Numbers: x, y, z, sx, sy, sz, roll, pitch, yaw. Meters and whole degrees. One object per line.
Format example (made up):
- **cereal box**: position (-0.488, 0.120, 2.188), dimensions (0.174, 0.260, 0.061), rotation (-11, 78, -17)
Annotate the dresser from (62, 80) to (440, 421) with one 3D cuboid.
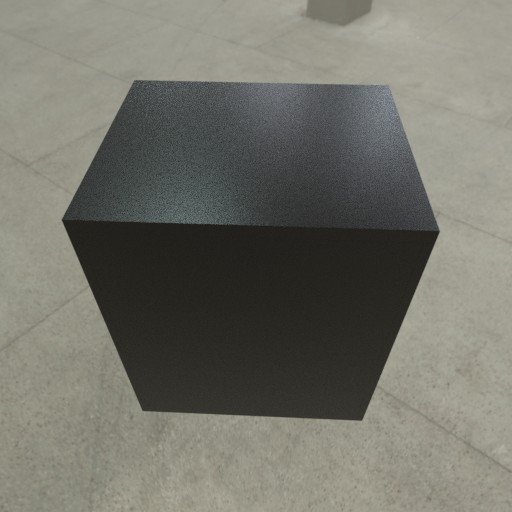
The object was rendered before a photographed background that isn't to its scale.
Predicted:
- **dresser**: position (0.000, 0.000, 0.762), dimensions (0.400, 0.470, 0.360), rotation (2, 46, 2)
